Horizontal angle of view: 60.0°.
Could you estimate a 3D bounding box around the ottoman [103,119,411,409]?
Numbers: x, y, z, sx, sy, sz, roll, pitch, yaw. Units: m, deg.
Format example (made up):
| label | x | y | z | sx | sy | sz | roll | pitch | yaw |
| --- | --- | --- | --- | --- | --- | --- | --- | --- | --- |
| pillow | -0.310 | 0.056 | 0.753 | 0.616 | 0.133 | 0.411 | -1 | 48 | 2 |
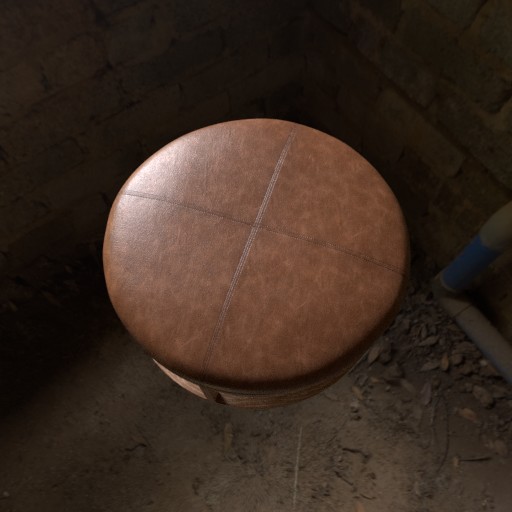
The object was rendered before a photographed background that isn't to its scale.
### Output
| label | x | y | z | sx | sy | sz | roll | pitch | yaw |
| --- | --- | --- | --- | --- | --- | --- | --- | --- | --- |
| ottoman | 0.000 | 0.000 | 1.590 | 1.006 | 0.445 | 1.006 | 0 | 64 | 0 |
